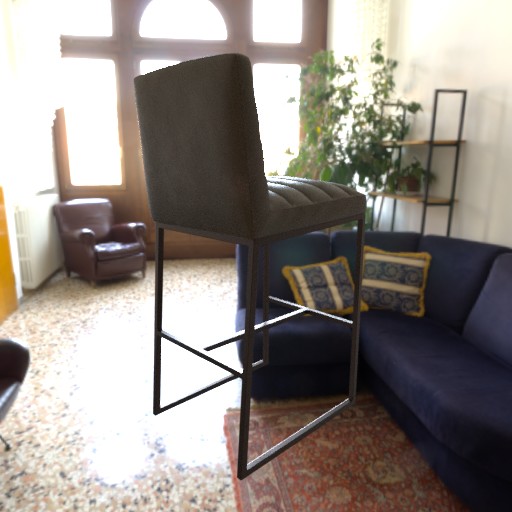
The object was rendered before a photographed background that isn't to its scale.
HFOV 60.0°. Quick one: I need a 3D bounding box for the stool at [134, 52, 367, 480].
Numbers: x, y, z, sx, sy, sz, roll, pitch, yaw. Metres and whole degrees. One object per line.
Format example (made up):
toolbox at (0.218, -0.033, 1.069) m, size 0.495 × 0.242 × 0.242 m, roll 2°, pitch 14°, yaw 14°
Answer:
stool at (0.000, 0.000, 1.391) m, size 0.562 × 1.065 × 0.463 m, roll -12°, pitch 18°, yaw -43°
